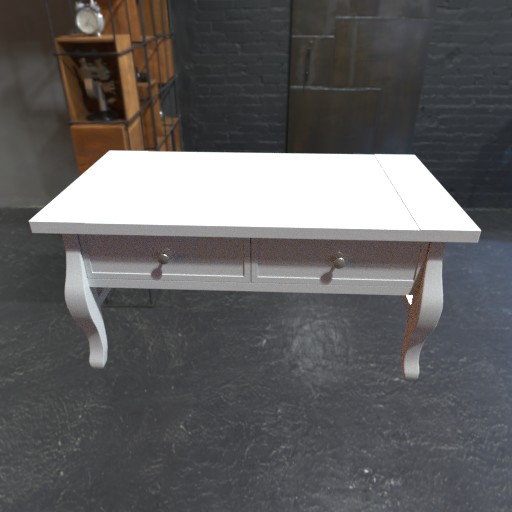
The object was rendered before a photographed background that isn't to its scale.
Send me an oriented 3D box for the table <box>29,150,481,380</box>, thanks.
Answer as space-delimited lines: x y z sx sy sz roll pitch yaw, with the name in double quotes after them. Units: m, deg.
0.000 0.000 1.414 1.062 0.495 0.600 1 30 2 "table"
